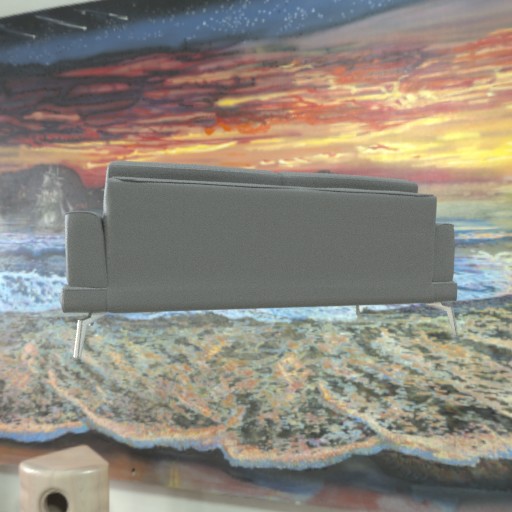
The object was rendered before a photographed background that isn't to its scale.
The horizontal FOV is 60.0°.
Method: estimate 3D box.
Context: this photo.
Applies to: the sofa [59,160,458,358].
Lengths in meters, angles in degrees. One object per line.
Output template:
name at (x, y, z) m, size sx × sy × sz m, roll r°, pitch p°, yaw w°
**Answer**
sofa at (0.000, 0.000, 2.760) m, size 2.177 × 0.930 × 1.121 m, roll 0°, pitch -1°, yaw -17°
